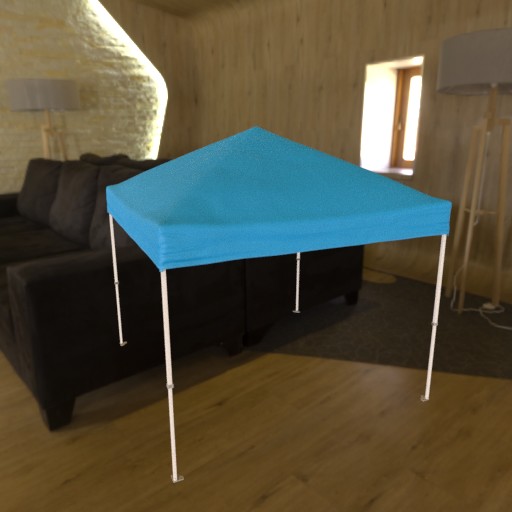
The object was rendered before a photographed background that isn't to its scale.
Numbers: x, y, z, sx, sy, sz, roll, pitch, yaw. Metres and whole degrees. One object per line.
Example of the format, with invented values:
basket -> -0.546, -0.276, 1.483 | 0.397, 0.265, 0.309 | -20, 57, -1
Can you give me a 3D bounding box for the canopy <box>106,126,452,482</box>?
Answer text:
canopy -> 0.000, 0.000, 5.340 | 2.998, 2.997, 2.996 | -7, 17, -24
